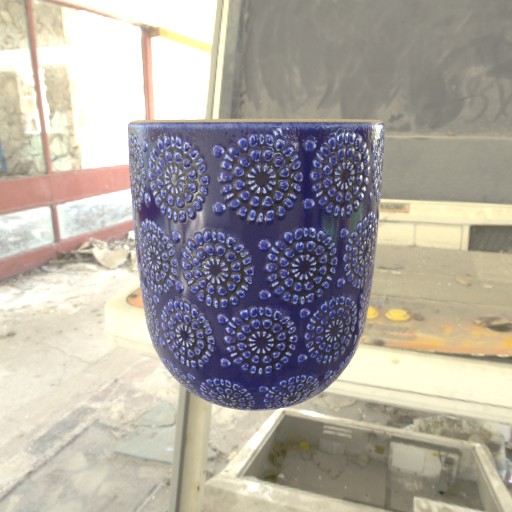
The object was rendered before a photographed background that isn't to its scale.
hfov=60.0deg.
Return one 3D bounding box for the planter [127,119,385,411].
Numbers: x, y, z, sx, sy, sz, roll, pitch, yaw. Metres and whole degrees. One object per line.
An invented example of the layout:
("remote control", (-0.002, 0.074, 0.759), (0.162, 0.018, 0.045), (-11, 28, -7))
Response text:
("planter", (0.000, 0.000, 0.353), (0.184, 0.206, 0.184), (0, 16, 0))
